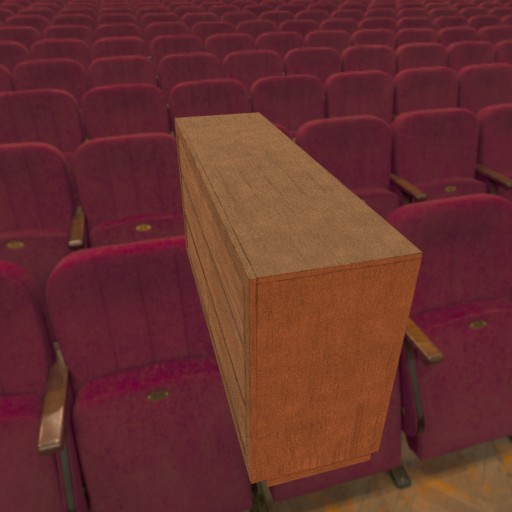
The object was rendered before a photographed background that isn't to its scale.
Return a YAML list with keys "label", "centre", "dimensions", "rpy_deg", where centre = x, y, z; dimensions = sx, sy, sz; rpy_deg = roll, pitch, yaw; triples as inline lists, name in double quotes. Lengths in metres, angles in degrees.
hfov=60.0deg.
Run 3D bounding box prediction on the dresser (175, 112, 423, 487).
- label: "dresser"
  centre: [0.000, 0.000, 2.030]
  dimensions: [0.483, 0.889, 1.628]
  rpy_deg: [-8, 32, -13]
